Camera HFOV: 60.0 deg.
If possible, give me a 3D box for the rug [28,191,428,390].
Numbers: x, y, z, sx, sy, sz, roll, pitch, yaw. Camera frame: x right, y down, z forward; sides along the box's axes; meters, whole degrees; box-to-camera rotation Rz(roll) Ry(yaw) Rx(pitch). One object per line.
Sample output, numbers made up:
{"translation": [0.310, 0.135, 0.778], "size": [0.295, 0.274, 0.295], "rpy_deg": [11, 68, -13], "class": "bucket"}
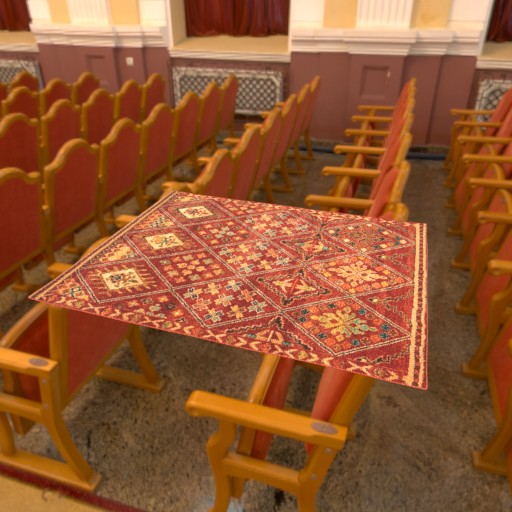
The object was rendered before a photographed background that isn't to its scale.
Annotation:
{"translation": [0.000, 0.000, 4.198], "size": [3.086, 0.030, 2.489], "rpy_deg": [9, 31, 16], "class": "rug"}
